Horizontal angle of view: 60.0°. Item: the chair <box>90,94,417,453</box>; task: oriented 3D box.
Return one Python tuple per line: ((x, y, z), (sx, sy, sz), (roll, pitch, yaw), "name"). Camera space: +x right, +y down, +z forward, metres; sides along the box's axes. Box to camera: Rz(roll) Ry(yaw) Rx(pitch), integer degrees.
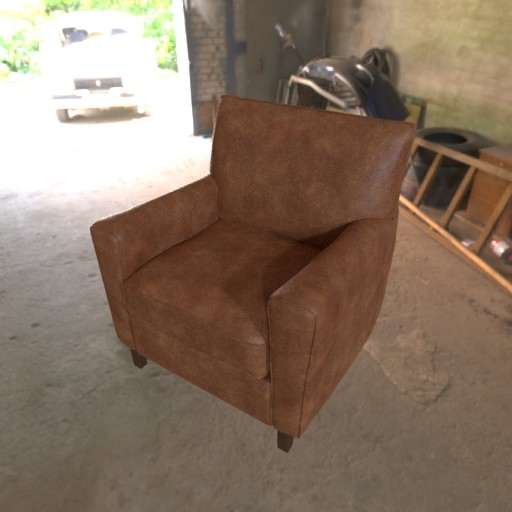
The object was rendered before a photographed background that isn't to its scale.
((0.000, 0.000, 1.654), (0.870, 0.943, 0.823), (19, 37, 28), "chair")
